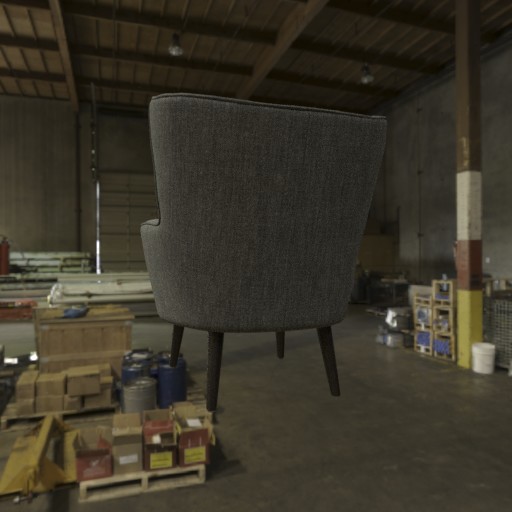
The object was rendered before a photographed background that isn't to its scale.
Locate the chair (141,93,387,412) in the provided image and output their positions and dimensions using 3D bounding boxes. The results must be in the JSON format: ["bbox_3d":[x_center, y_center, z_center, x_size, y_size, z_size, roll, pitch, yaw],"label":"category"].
[{"bbox_3d":[0.000,0.000,1.594,0.781,0.933,0.888,0,0,-19],"label":"chair"}]
